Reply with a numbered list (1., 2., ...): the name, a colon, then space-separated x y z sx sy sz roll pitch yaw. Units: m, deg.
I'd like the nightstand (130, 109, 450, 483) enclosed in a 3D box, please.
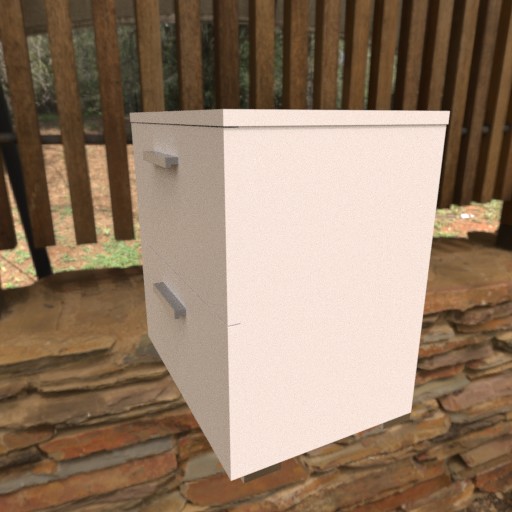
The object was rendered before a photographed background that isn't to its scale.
1. nightstand: 0.000 0.000 0.746 0.325 0.460 0.441 -8 19 -25
